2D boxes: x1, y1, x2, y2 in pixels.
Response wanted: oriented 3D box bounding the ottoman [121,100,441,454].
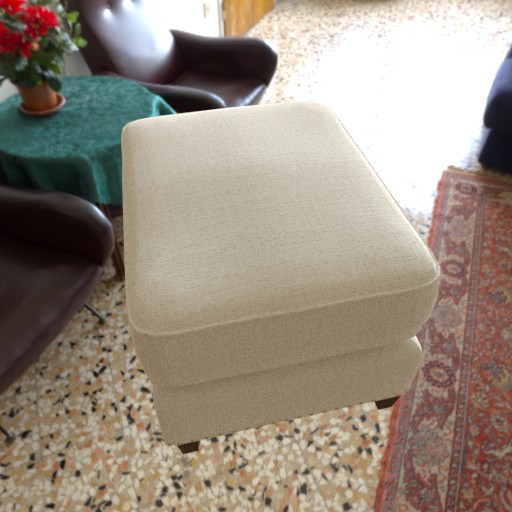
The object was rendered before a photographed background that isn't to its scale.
[{"bbox_3d":[0.000,0.000,1.125,0.589,0.537,0.738,-9,47,-9],"label":"ottoman"}]
